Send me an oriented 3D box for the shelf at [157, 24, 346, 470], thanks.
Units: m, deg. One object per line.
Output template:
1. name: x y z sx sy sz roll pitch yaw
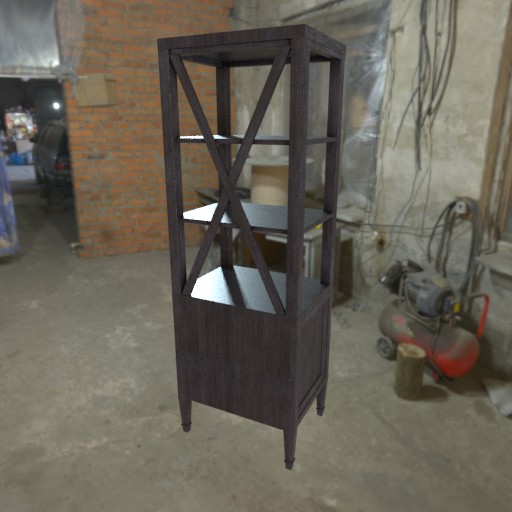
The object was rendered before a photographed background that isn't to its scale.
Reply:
1. shelf: 0.000 0.000 1.966 0.584 1.727 0.472 8 19 26
